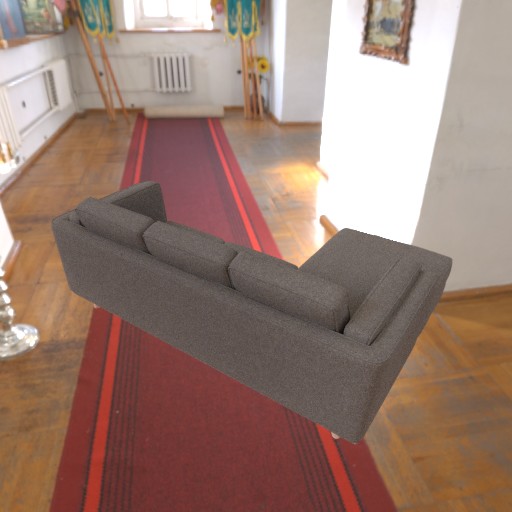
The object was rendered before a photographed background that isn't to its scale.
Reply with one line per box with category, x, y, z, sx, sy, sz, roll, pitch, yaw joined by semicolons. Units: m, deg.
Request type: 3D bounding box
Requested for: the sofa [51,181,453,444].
sofa;0.000;0.000;3.151;2.411;0.929;1.604;20;37;29
